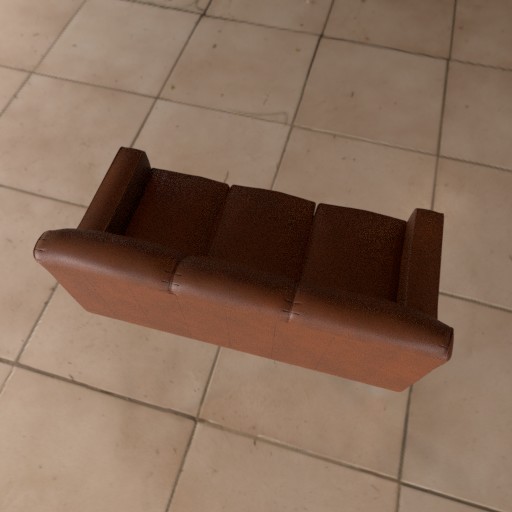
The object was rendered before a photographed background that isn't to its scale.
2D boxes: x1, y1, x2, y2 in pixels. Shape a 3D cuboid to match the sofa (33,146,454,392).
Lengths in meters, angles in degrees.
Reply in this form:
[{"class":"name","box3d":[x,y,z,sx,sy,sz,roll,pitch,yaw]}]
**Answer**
[{"class":"sofa","box3d":[0.000,0.000,2.605,2.039,0.953,1.008,13,63,7]}]
